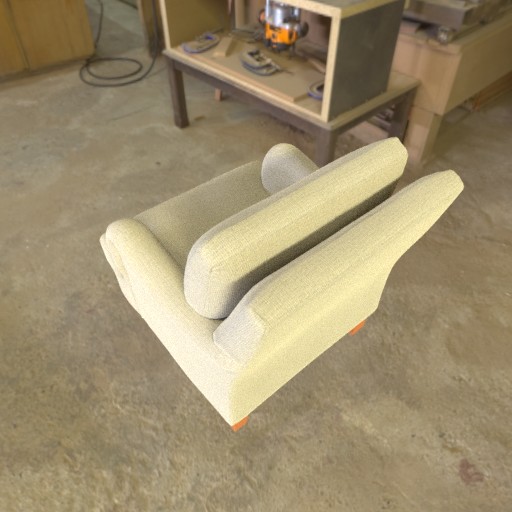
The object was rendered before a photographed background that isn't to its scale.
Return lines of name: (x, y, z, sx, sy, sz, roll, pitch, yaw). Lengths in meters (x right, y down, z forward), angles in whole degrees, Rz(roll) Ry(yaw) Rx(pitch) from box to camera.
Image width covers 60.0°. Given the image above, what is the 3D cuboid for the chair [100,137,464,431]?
chair: (0.000, 0.000, 1.826, 0.955, 1.038, 1.070, -31, 53, -27)
